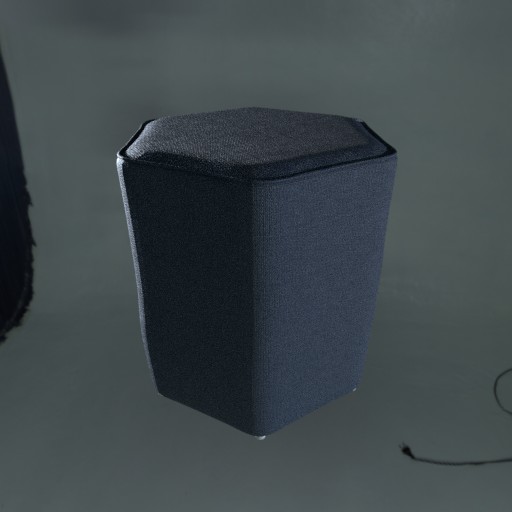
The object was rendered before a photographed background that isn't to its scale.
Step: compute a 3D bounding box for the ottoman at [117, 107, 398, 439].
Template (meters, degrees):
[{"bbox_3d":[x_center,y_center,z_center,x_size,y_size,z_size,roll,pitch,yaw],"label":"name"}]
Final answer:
[{"bbox_3d":[0.000,0.000,0.890,0.454,0.505,0.492,1,29,2],"label":"ottoman"}]
